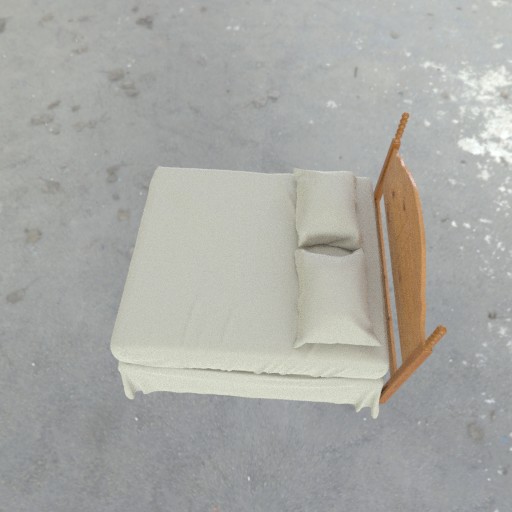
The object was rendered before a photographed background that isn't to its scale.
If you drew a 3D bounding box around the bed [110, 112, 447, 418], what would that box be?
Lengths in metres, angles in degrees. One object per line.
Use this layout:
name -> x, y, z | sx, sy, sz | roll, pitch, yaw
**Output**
bed -> 0.000, 0.000, 3.228 | 2.040, 1.356, 1.873 | 3, 57, 2
